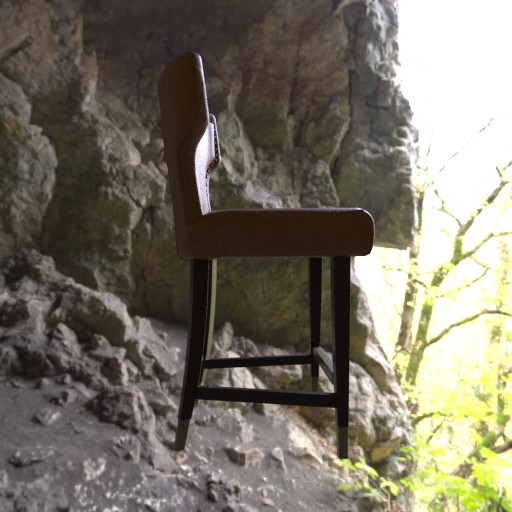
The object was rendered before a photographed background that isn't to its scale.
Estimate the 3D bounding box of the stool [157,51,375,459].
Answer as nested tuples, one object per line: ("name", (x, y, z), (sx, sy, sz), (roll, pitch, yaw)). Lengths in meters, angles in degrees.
("stool", (0.000, 0.000, 1.305), (0.563, 0.982, 0.526), (0, 0, -1))
